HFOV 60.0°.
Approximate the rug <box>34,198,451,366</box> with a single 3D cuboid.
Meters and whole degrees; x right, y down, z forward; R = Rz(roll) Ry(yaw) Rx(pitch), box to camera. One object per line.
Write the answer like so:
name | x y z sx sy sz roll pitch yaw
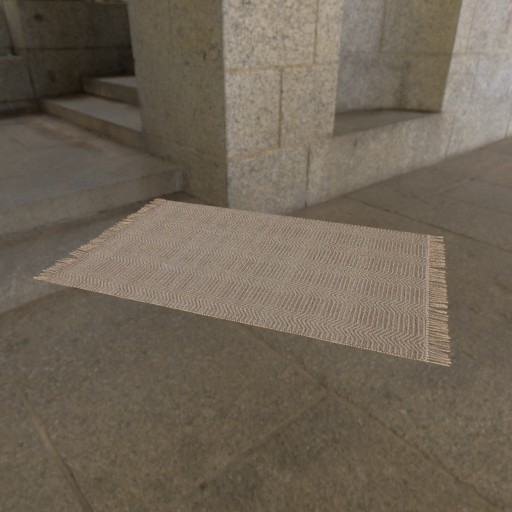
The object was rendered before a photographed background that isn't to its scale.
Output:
rug | 0.000 0.000 3.111 2.523 0.034 1.528 9 29 17
